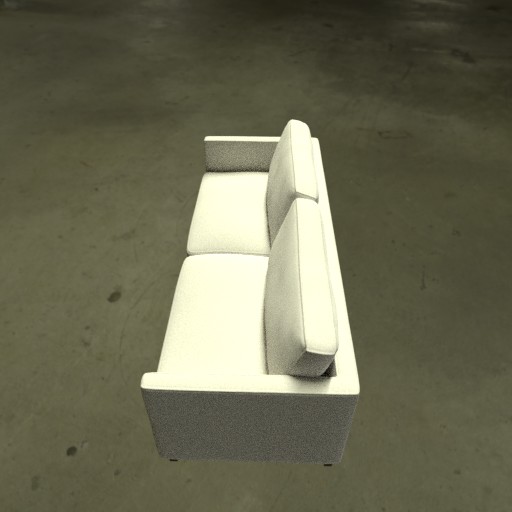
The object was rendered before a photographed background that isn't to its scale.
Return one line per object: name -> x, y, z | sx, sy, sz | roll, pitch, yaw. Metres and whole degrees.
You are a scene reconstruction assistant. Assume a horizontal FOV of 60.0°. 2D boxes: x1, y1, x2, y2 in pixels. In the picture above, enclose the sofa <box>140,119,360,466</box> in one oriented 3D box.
sofa -> 0.000, 0.000, 2.879 | 0.951, 0.962, 2.361 | 1, 41, 1
